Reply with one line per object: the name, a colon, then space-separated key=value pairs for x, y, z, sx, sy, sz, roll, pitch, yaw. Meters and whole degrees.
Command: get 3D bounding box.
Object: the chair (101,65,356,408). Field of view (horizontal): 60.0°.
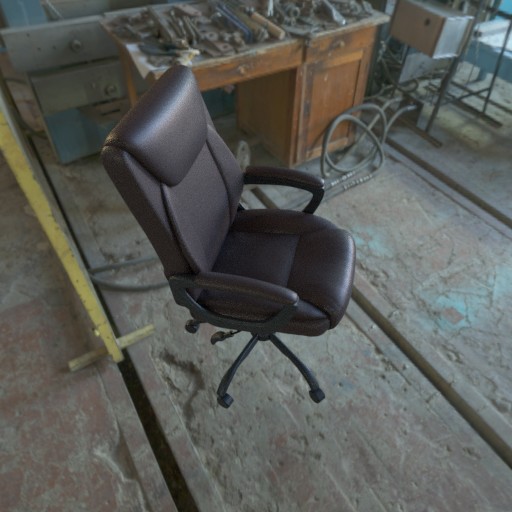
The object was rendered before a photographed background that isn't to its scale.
chair: x=0.000 y=0.000 z=1.477 sx=0.655 sy=1.072 sz=0.615 roll=10 pitch=47 yaw=10
